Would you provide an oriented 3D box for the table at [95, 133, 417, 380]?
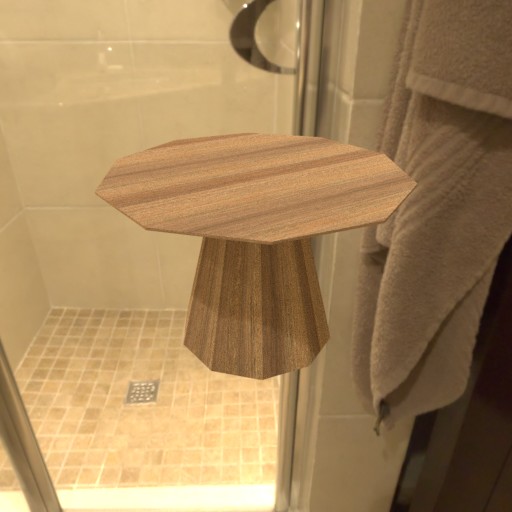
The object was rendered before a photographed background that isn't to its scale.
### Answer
[{"bbox_3d":[0.000,0.000,1.889,1.186,0.752,1.186,0,29,0],"label":"table"}]
